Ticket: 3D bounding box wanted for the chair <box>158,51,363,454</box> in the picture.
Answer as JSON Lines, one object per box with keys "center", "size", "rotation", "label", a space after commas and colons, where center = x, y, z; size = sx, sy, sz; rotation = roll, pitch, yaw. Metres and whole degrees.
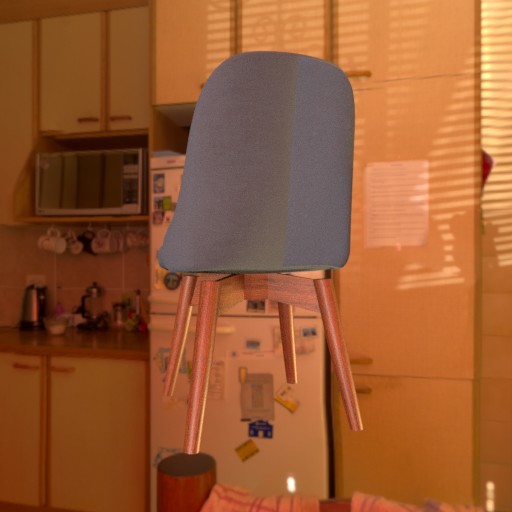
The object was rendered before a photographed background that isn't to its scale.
{"center": [0.000, 0.000, 1.241], "size": [0.503, 0.882, 0.589], "rotation": [0, 0, -18], "label": "chair"}
